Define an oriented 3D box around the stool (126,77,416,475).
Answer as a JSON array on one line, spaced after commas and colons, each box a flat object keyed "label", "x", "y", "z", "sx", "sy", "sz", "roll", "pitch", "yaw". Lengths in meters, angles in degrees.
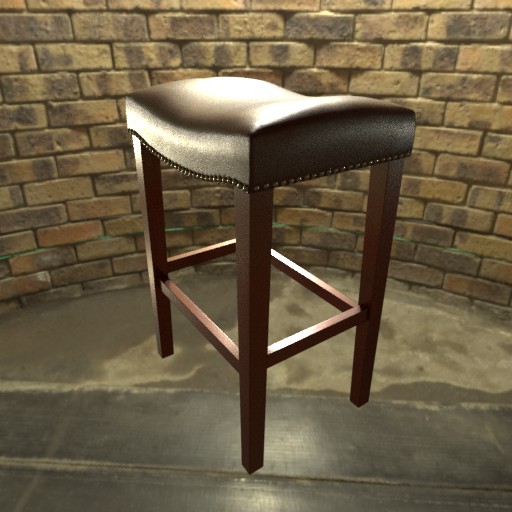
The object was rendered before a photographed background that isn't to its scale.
[{"label": "stool", "x": 0.000, "y": 0.000, "z": 1.035, "sx": 0.372, "sy": 0.742, "sz": 0.504, "roll": -18, "pitch": 32, "yaw": -30}]
